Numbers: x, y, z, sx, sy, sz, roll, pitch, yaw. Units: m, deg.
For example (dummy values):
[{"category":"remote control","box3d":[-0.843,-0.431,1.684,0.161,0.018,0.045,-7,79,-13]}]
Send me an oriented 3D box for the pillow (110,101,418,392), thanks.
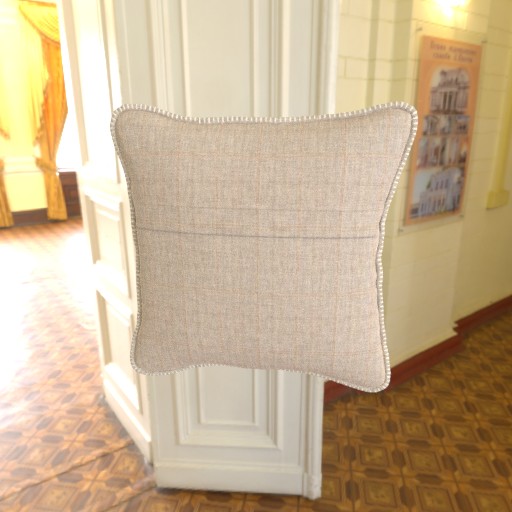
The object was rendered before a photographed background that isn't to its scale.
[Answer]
[{"category":"pillow","box3d":[0.000,0.000,0.754,0.485,0.494,0.124,2,17,8]}]
